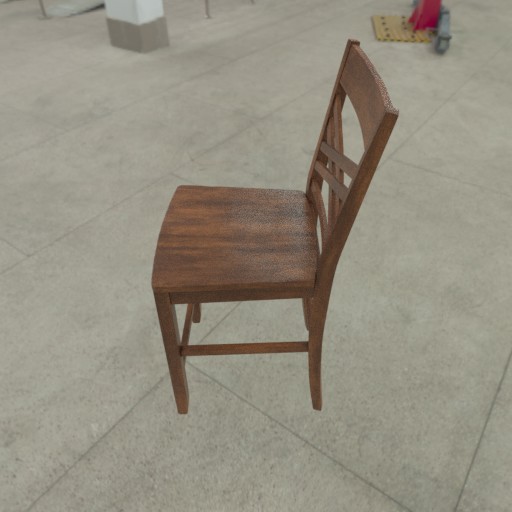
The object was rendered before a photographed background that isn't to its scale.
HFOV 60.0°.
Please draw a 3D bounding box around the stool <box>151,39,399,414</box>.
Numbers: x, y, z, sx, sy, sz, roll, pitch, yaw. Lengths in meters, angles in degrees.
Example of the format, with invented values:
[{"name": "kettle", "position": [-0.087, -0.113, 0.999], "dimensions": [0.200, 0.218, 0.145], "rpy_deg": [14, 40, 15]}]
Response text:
[{"name": "stool", "position": [0.000, 0.000, 1.312], "dimensions": [0.539, 1.079, 0.462], "rpy_deg": [0, 41, 1]}]
